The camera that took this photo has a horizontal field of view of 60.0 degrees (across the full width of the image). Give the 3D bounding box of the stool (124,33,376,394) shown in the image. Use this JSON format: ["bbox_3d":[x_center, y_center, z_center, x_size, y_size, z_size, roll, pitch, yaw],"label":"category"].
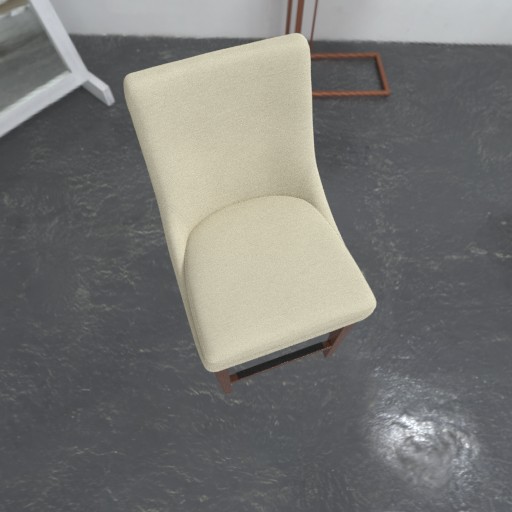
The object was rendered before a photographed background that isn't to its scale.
[{"bbox_3d":[0.000,0.000,1.280,0.470,0.981,0.577,-18,65,-9],"label":"stool"}]
